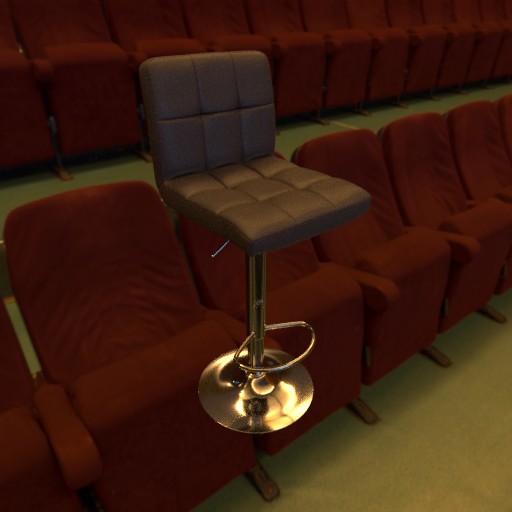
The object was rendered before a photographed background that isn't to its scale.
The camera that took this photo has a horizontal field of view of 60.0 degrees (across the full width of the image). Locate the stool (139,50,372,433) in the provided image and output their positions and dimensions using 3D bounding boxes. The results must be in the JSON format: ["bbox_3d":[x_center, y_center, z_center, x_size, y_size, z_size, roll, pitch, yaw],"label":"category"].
[{"bbox_3d":[0.000,0.000,1.371,0.430,1.115,0.505,-21,36,-32],"label":"stool"}]
